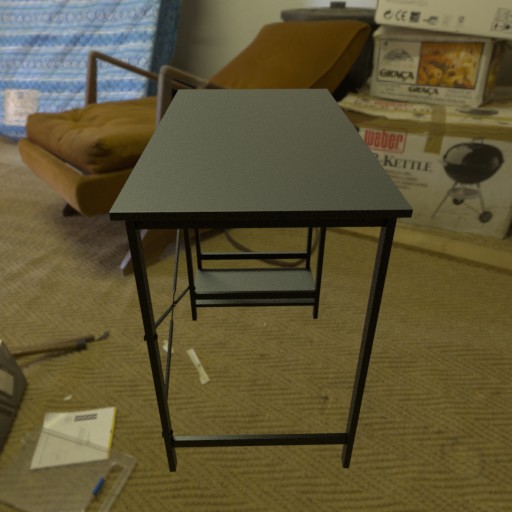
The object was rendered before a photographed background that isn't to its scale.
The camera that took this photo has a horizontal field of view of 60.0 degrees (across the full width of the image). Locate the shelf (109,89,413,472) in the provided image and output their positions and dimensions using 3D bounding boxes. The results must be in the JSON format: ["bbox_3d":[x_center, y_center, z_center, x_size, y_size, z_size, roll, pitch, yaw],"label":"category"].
[{"bbox_3d":[0.000,0.000,1.304,0.498,0.749,0.902,-1,33,-1],"label":"shelf"}]
